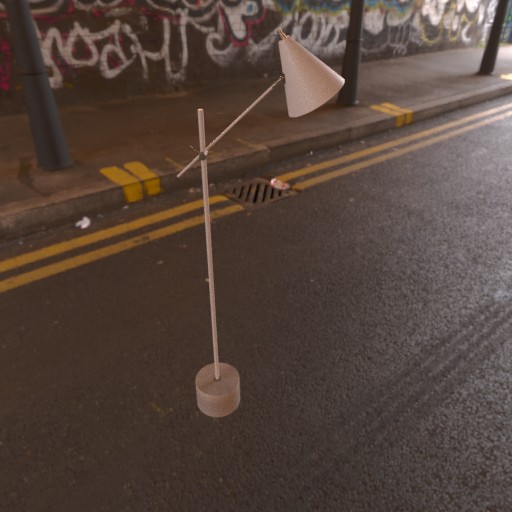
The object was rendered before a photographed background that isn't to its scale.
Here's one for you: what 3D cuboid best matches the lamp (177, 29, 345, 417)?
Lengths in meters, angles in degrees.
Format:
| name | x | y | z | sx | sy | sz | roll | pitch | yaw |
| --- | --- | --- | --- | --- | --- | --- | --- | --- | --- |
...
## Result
| name | x | y | z | sx | sy | sz | roll | pitch | yaw |
| --- | --- | --- | --- | --- | --- | --- | --- | --- | --- |
| lamp | 0.000 | 0.000 | 1.565 | 0.508 | 1.430 | 0.223 | 0 | 31 | 0 |
